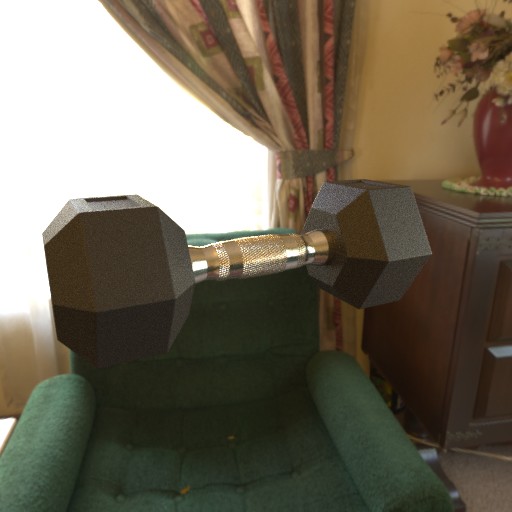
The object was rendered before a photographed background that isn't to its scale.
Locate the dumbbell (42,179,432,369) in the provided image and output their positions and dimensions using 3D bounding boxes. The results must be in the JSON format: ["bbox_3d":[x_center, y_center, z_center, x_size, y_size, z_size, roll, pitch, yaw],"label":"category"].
[{"bbox_3d":[0.000,0.000,0.348,0.297,0.101,0.116,-8,18,-26],"label":"dumbbell"}]
